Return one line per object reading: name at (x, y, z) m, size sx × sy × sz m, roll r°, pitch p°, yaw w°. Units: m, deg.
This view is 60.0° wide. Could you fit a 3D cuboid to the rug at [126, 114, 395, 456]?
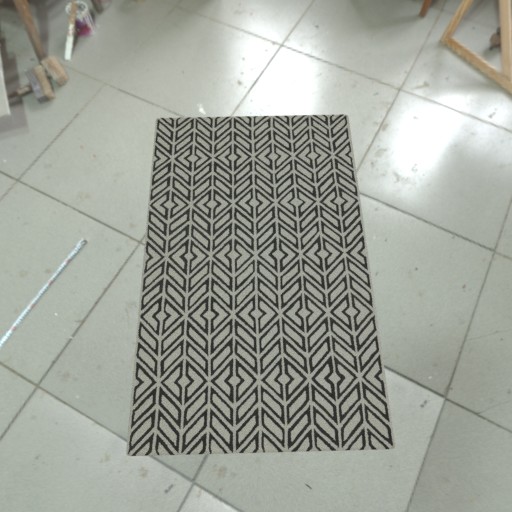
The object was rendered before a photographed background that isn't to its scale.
rug at (0.000, 0.000, 3.006) m, size 1.523 × 0.008 × 2.438 m, roll -1°, pitch 65°, yaw -1°
